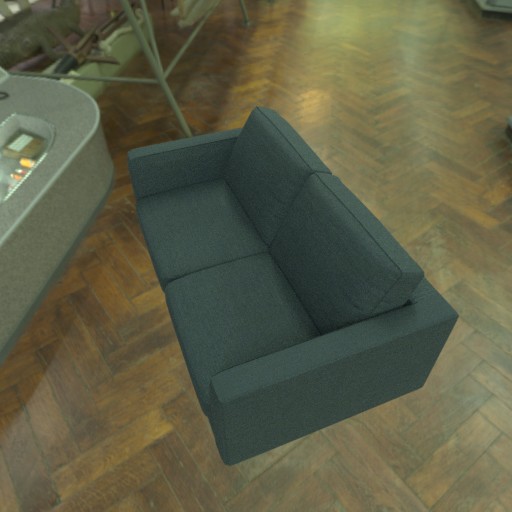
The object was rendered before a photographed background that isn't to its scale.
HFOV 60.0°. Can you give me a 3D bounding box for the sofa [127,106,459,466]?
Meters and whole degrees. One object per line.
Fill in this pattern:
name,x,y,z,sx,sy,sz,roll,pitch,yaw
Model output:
sofa,0.000,0.000,2.267,0.999,0.907,1.659,-16,46,-16
